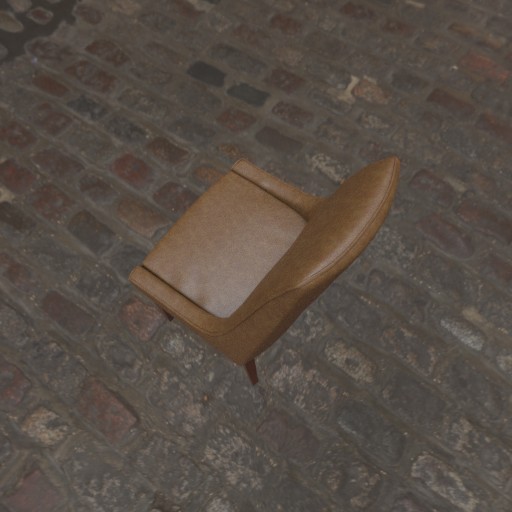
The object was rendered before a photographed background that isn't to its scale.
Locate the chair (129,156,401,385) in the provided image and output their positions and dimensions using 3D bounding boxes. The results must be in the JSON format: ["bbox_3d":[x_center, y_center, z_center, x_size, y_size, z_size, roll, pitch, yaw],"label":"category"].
[{"bbox_3d":[0.000,0.000,1.252,0.544,0.861,0.529,34,68,15],"label":"chair"}]
